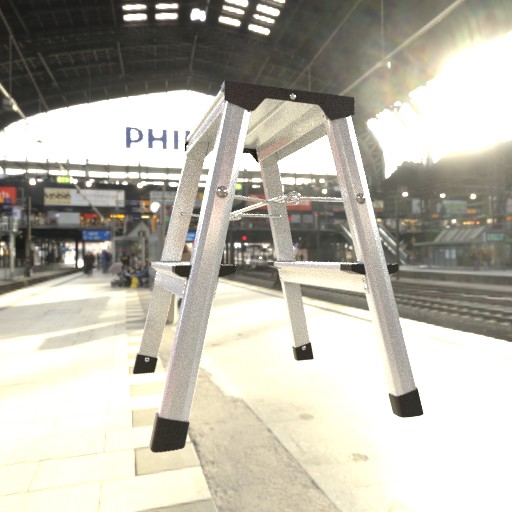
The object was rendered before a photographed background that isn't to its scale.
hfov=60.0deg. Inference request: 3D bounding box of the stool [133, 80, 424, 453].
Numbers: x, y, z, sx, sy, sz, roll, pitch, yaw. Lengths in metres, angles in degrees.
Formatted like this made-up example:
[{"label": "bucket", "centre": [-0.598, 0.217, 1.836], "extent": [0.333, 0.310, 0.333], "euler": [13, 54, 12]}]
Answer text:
[{"label": "stool", "centre": [0.000, 0.000, 0.793], "extent": [0.405, 0.480, 0.404], "euler": [0, 0, -19]}]
